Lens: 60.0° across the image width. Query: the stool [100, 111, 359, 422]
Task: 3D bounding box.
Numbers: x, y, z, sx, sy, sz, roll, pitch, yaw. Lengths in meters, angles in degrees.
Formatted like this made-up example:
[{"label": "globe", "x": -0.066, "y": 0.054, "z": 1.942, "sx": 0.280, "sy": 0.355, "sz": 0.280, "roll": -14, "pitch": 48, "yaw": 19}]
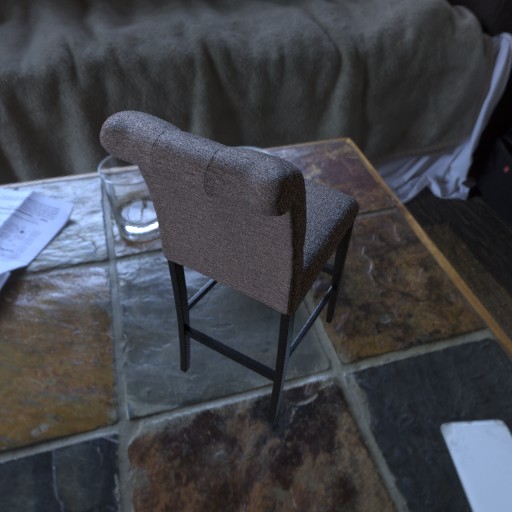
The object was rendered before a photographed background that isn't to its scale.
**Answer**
[{"label": "stool", "x": 0.000, "y": 0.000, "z": 1.424, "sx": 0.452, "sy": 1.131, "sz": 0.613, "roll": 23, "pitch": 51, "yaw": 20}]
